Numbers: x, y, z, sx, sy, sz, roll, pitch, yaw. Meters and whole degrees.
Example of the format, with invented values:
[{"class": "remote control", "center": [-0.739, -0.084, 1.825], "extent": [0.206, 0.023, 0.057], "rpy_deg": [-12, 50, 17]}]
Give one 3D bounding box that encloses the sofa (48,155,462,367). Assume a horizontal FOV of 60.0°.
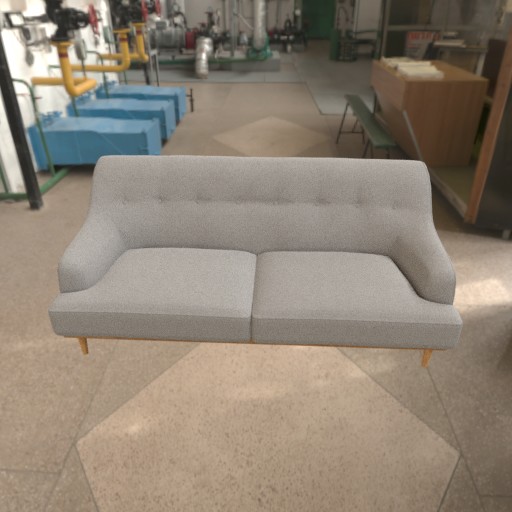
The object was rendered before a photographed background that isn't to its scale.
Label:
[{"class": "sofa", "center": [0.000, 0.000, 2.523], "extent": [2.057, 0.871, 0.978], "rpy_deg": [1, 31, 2]}]
